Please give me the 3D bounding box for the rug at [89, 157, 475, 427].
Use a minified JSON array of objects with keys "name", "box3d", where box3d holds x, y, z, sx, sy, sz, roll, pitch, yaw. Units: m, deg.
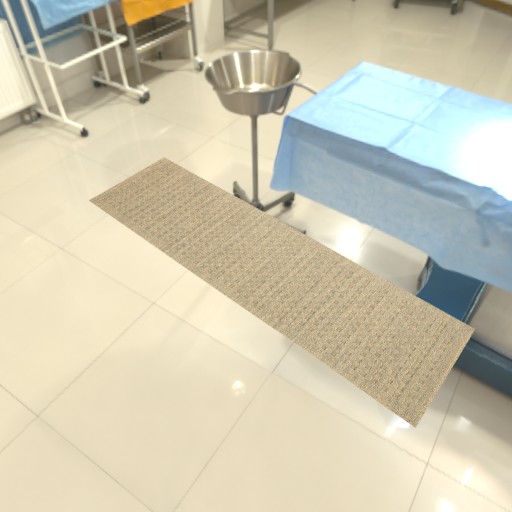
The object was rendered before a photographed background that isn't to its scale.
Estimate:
[{"name":"rug","box3d":[0.000,0.000,2.687,2.437,0.005,0.688,32,54,27]}]
